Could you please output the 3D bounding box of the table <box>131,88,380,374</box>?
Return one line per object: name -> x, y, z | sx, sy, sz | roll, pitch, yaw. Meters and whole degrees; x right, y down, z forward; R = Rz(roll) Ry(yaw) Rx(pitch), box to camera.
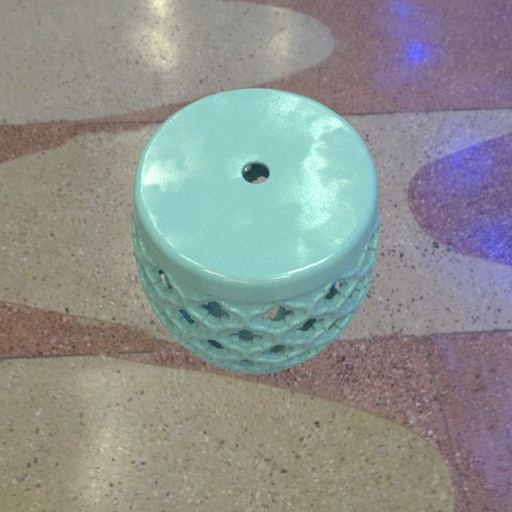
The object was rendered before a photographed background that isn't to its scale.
table -> 0.000, 0.000, 0.642 | 0.325, 0.388, 0.325 | 0, 63, 0
